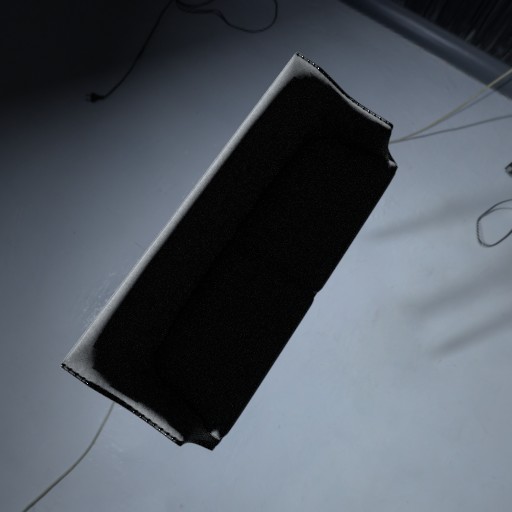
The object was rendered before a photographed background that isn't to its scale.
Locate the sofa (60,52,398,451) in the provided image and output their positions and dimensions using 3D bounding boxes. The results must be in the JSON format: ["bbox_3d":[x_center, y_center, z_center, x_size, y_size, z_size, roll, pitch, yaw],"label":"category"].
[{"bbox_3d":[0.000,0.000,2.787,0.914,0.901,2.235,33,79,8],"label":"sofa"}]
